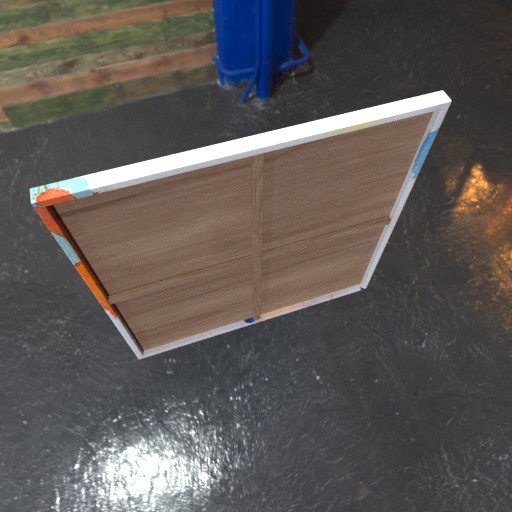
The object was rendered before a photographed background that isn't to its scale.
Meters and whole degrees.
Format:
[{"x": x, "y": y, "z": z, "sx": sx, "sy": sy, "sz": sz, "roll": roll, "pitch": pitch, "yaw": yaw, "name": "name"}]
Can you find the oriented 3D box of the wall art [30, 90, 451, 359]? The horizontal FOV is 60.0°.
[{"x": 0.000, "y": 0.000, "z": 1.462, "sx": 1.017, "sy": 1.017, "sz": 0.044, "roll": -16, "pitch": 60, "yaw": -10, "name": "wall art"}]
